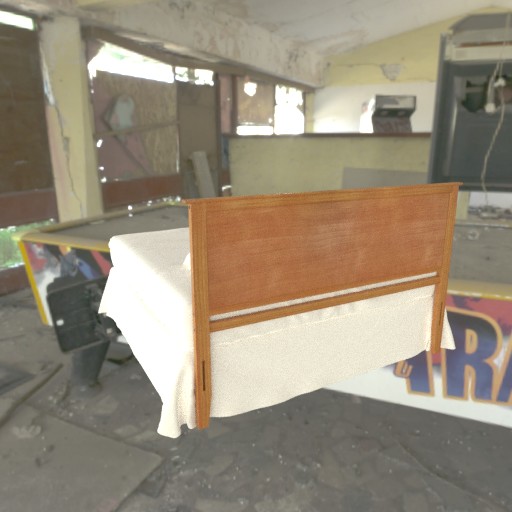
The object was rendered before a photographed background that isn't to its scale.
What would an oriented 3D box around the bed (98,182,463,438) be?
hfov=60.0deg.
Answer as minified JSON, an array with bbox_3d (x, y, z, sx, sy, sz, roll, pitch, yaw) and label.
[{"bbox_3d":[0.000,0.000,3.634,2.317,1.270,2.215,-8,16,-28],"label":"bed"}]
